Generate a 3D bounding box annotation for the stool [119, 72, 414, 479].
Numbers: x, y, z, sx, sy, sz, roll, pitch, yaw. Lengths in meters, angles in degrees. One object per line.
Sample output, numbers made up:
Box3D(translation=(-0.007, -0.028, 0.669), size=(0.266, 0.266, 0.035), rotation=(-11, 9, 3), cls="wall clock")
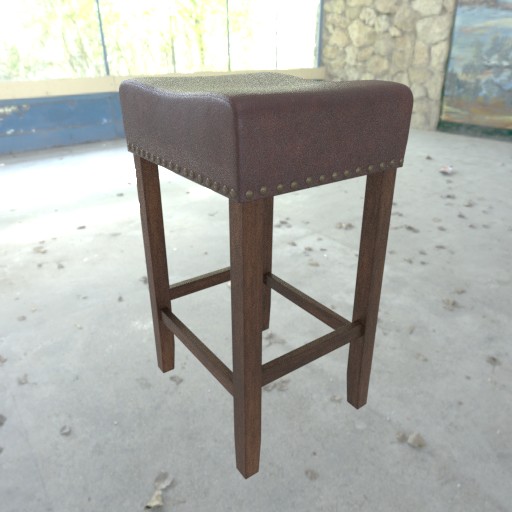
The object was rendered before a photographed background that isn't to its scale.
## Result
Box3D(translation=(0.000, 0.000, 1.034), size=(0.401, 0.769, 0.465), rotation=(-17, 30, -32), cls="stool")
